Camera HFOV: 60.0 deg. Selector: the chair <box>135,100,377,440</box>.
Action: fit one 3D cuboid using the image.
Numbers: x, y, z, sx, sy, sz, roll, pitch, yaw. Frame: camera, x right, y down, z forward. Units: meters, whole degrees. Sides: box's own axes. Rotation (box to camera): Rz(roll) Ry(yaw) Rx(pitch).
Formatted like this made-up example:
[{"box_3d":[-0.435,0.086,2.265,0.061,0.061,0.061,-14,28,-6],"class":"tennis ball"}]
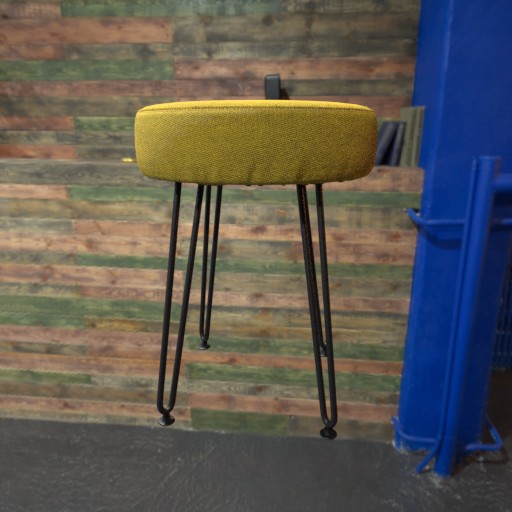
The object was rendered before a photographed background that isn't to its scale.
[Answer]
[{"box_3d":[0.000,0.000,0.701,0.345,0.455,0.345,2,16,7],"class":"chair"}]
